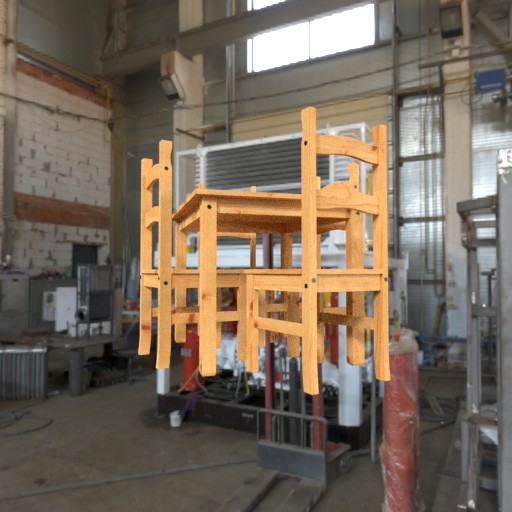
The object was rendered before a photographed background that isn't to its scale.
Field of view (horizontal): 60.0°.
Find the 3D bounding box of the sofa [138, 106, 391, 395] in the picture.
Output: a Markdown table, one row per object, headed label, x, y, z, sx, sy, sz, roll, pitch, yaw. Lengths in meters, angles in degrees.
| label | x | y | z | sx | sy | sz | roll | pitch | yaw |
| --- | --- | --- | --- | --- | --- | --- | --- | --- | --- |
| sofa | 0.000 | 0.000 | 2.268 | 1.144 | 1.000 | 1.529 | 1 | -2 | -17 |
